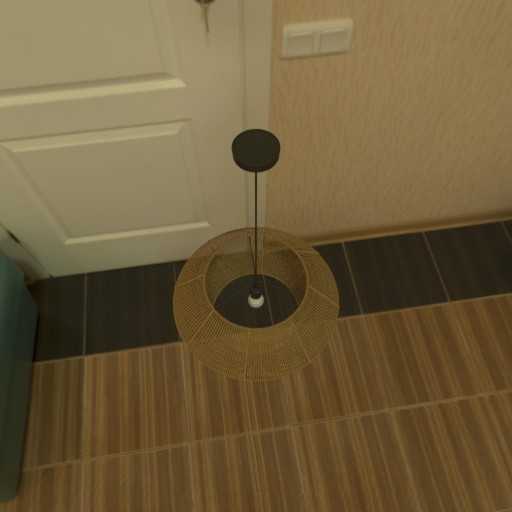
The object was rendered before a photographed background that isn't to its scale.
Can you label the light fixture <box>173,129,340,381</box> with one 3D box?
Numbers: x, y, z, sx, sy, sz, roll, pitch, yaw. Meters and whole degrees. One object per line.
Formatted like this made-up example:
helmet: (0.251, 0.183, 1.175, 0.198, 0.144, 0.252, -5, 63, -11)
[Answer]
light fixture: (0.000, 0.000, 1.413, 0.643, 1.009, 0.643, 0, 62, 0)
